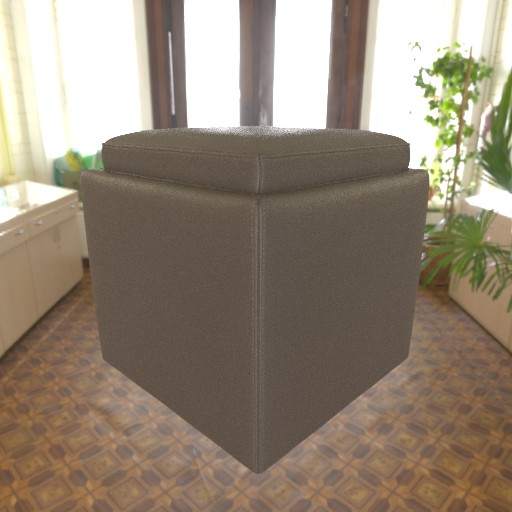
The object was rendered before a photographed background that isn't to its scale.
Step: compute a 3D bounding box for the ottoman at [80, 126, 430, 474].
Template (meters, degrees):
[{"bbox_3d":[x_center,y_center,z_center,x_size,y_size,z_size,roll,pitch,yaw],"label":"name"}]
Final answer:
[{"bbox_3d":[0.000,0.000,0.818,0.451,0.460,0.450,16,24,42],"label":"ottoman"}]
